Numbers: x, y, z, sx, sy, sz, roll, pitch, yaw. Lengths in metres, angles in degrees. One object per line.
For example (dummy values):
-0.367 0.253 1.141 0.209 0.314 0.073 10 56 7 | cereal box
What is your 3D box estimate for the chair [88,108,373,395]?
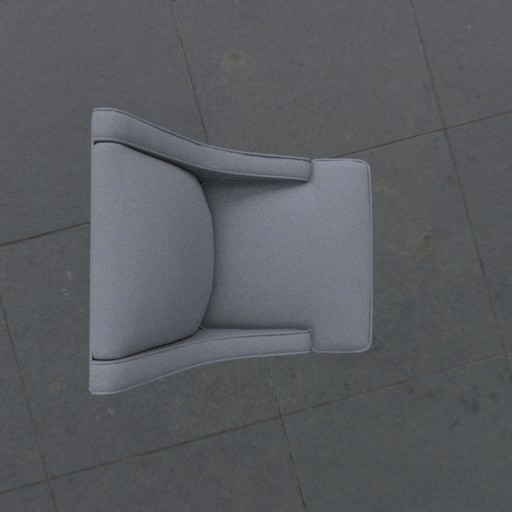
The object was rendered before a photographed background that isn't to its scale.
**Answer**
0.000 0.000 1.382 0.747 0.867 0.631 0 89 -1 | chair
